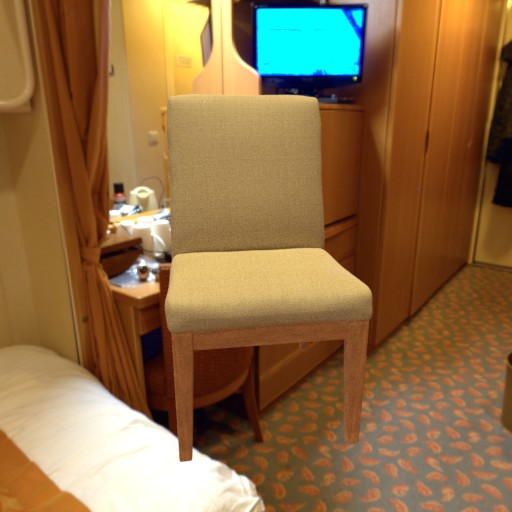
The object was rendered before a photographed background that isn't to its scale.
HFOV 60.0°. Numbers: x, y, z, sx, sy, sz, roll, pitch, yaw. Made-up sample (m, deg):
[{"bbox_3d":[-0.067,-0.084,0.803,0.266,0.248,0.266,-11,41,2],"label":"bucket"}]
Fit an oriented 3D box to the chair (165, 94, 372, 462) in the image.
[{"bbox_3d":[0.000,0.000,1.290,0.507,0.911,0.586,-3,17,-8],"label":"chair"}]
